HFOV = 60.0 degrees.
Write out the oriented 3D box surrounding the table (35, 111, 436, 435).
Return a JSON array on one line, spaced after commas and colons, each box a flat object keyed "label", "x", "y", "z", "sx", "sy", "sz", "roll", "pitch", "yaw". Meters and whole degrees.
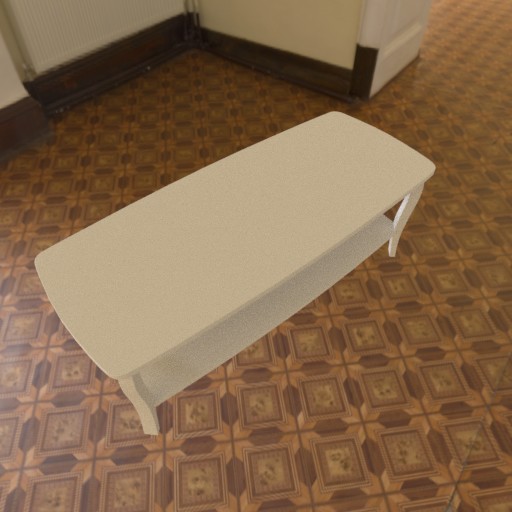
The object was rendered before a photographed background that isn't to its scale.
[{"label": "table", "x": 0.000, "y": 0.000, "z": 1.615, "sx": 1.334, "sy": 0.474, "sz": 0.561, "roll": -32, "pitch": 55, "yaw": -25}]
